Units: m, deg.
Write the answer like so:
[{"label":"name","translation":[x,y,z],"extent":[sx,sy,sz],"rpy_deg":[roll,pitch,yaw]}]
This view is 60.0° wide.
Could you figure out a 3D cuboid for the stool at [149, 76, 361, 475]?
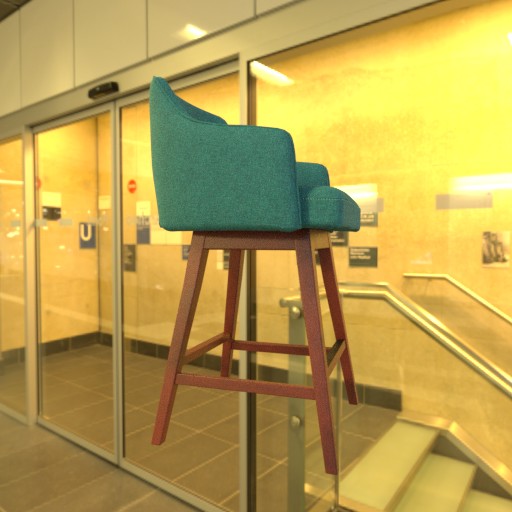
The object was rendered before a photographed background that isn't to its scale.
[{"label":"stool","translation":[0.000,0.000,1.283],"extent":[0.556,0.961,0.548],"rpy_deg":[1,2,19]}]
